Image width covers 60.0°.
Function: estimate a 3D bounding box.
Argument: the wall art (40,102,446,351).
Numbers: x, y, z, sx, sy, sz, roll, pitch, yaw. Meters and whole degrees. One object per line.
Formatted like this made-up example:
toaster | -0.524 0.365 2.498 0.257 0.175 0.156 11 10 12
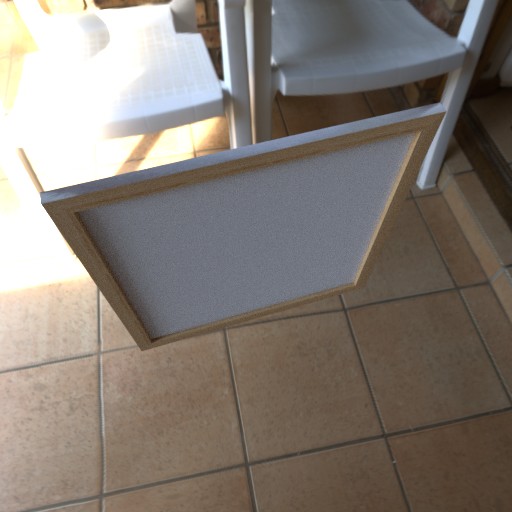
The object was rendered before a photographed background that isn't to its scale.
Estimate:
wall art | 0.000 0.000 1.132 0.762 0.762 0.027 -15 61 -9
